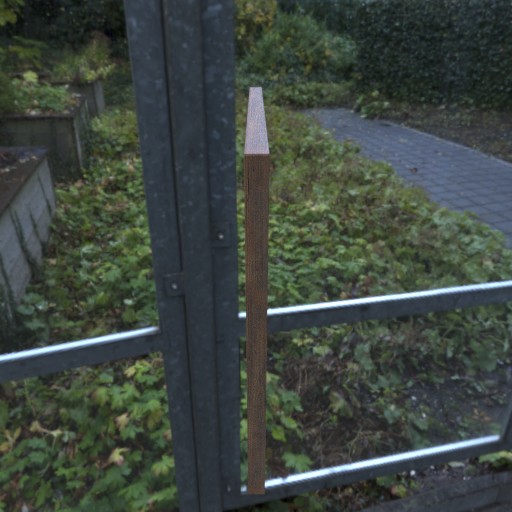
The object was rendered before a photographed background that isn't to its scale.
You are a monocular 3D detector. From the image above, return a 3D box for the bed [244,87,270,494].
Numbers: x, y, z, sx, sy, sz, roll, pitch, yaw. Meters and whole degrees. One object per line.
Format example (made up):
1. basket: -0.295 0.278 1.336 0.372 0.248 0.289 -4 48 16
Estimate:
1. bed: 0.000 0.000 1.472 0.046 0.942 1.046 0 27 0
